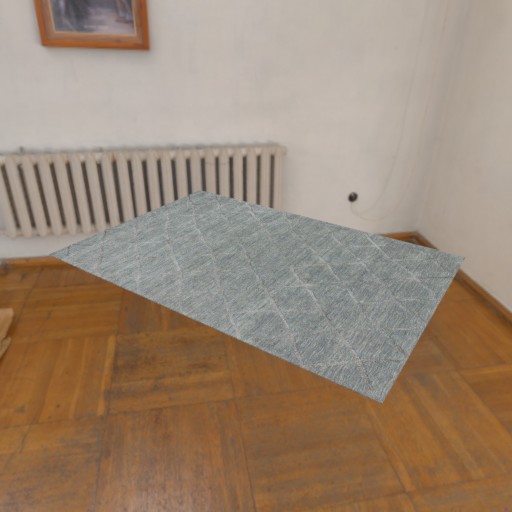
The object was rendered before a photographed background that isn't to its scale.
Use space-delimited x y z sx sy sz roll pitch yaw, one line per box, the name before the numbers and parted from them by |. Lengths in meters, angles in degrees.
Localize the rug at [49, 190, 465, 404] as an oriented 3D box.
rug | 0.000 0.000 2.919 2.283 0.006 1.521 18 33 30
